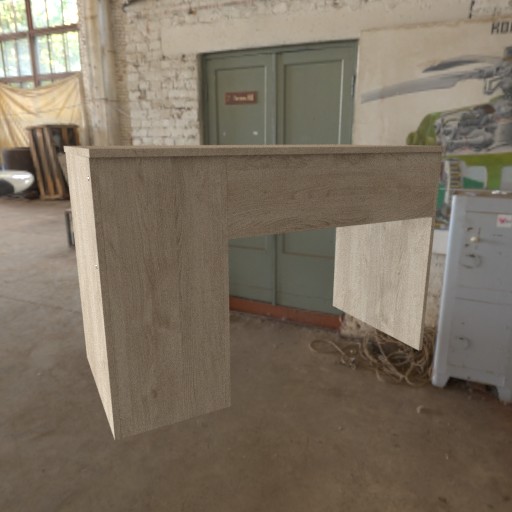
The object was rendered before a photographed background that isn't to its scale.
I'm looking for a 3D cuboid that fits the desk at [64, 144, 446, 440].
[{"bbox_3d":[0.000,0.000,1.515,1.096,0.730,0.560,-8,16,-27],"label":"desk"}]
